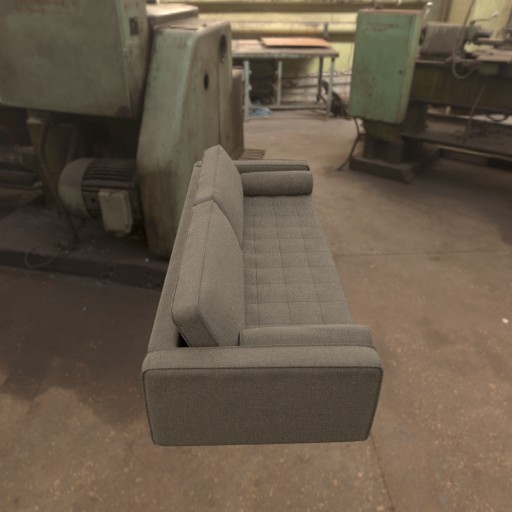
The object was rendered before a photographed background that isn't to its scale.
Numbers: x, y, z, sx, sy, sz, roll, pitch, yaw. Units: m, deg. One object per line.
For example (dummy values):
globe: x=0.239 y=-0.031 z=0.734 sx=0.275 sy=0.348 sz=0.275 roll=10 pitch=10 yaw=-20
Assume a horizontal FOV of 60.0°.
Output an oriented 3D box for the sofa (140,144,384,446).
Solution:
sofa: x=0.000 y=0.000 z=2.621 sx=0.914 sy=0.762 sz=2.211 roll=-1 pitch=32 yaw=-1
